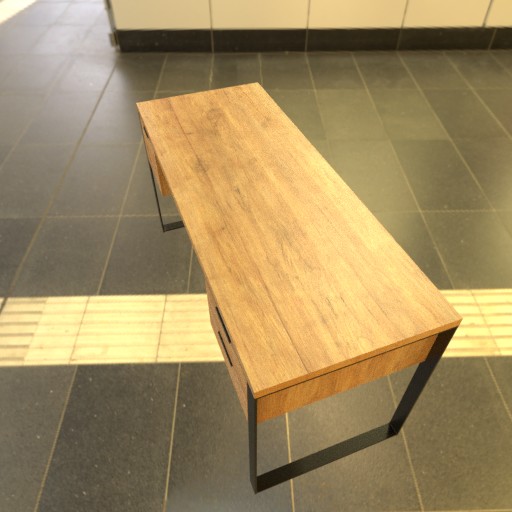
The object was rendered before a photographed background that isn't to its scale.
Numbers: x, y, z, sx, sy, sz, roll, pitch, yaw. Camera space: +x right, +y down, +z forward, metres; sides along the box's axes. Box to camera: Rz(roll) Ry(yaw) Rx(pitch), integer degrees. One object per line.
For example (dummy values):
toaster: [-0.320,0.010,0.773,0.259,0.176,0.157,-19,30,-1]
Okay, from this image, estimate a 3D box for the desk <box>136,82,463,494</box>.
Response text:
desk: [0.000,0.000,1.872,0.600,0.760,1.520,-15,48,-14]
